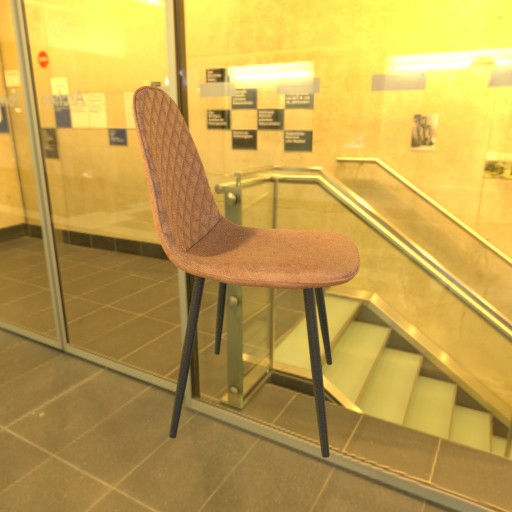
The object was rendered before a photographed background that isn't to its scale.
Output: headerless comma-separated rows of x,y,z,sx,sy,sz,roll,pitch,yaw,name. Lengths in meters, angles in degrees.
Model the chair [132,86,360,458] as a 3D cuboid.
0.000,0.000,1.231,0.561,0.889,0.472,3,17,10,chair
